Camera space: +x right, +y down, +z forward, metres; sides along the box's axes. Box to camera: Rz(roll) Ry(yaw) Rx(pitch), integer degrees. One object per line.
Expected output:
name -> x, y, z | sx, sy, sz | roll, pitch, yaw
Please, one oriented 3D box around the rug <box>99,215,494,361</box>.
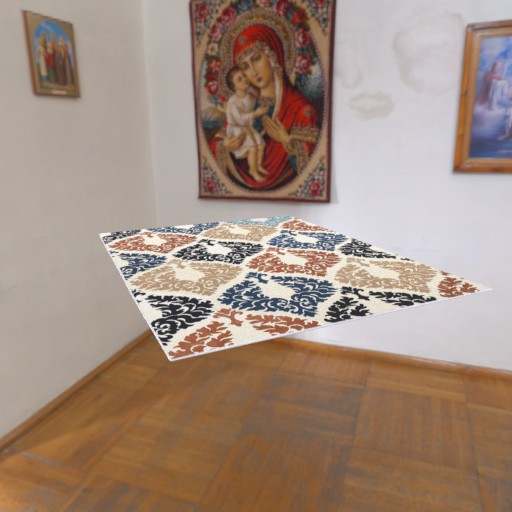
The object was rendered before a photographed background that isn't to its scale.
rug -> 0.000, 0.000, 4.069 | 2.423, 0.014, 3.040 | -8, 18, -24
